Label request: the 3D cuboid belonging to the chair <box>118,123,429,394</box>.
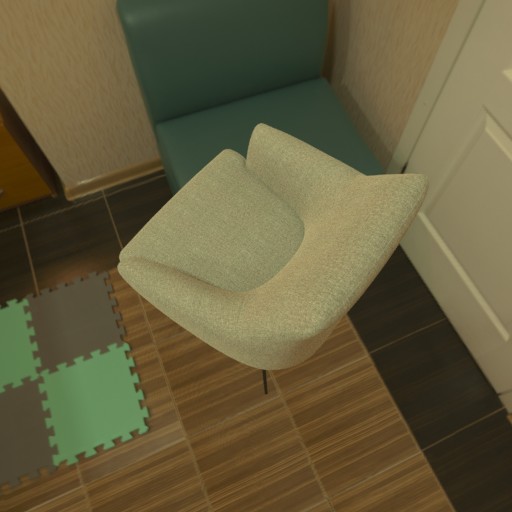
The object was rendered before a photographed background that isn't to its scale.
[{"bbox_3d":[0.000,0.000,1.349,0.677,0.874,0.642,35,69,16],"label":"chair"}]
